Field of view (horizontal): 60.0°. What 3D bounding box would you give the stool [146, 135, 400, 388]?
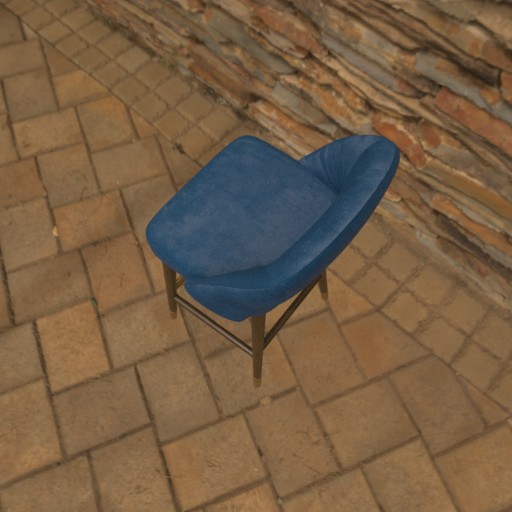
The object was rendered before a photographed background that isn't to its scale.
[{"bbox_3d":[0.000,0.000,1.321,0.515,1.016,0.514,36,69,16],"label":"stool"}]
